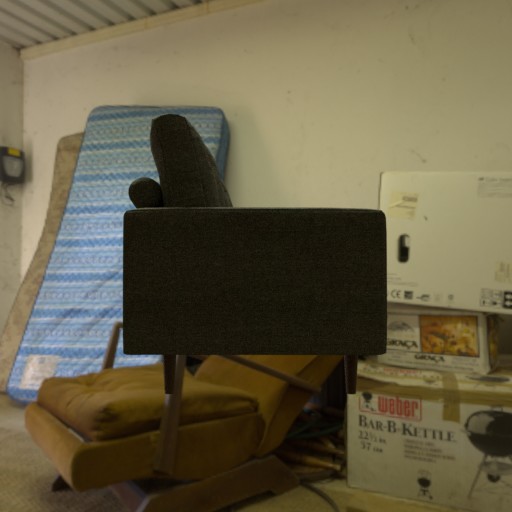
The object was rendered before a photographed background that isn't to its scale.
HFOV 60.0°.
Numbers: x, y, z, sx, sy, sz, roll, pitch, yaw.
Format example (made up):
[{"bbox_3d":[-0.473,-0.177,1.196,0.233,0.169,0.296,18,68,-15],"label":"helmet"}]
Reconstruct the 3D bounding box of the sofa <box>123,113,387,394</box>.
[{"bbox_3d":[0.000,0.000,1.997,0.842,0.907,1.407,0,-1,0],"label":"sofa"}]
